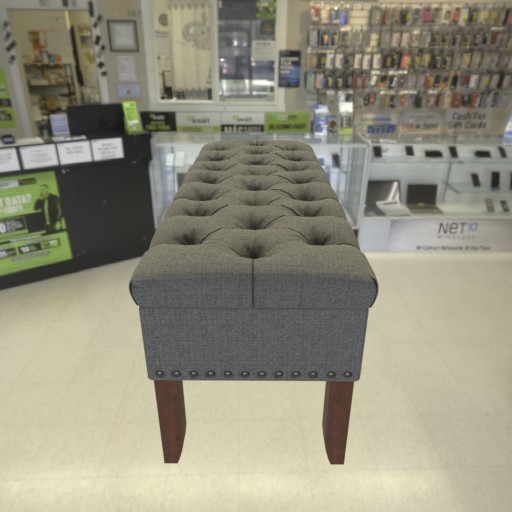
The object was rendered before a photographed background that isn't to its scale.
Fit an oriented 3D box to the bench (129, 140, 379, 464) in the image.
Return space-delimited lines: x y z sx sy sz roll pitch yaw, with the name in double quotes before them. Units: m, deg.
"bench" 0.000 0.000 1.274 0.417 0.470 1.052 0 26 0
